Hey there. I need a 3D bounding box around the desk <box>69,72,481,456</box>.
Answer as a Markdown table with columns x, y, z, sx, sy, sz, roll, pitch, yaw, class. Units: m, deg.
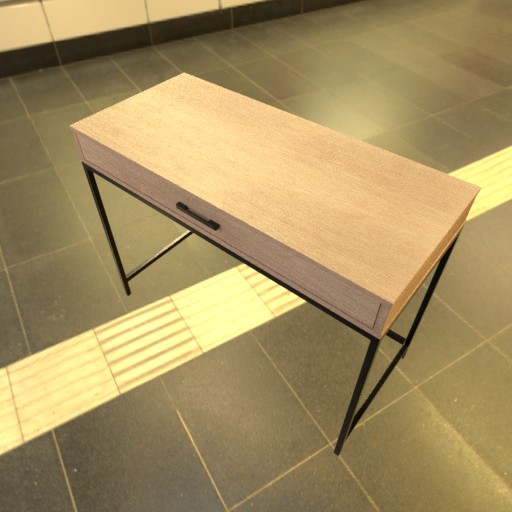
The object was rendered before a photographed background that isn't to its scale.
| x | y | z | sx | sy | sz | roll | pitch | yaw | class |
| --- | --- | --- | --- | --- | --- | --- | --- | --- | --- |
| 0.000 | 0.000 | 1.436 | 1.016 | 0.762 | 0.470 | 30 | 53 | 26 | desk |
